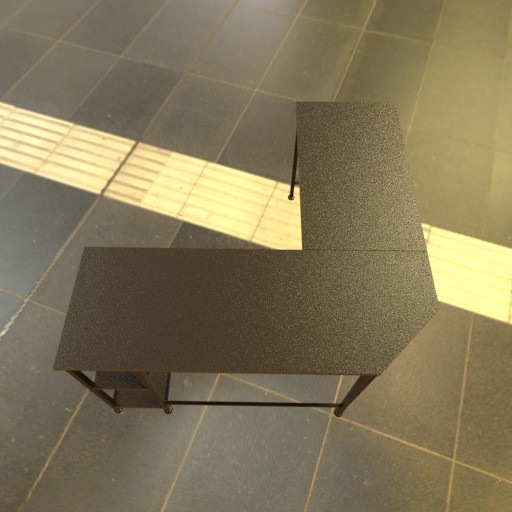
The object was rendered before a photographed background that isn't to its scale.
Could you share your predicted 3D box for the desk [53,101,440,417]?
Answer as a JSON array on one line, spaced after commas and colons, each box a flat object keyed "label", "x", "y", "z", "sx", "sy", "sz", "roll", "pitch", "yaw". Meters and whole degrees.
[{"label": "desk", "x": 0.000, "y": 0.000, "z": 2.194, "sx": 1.379, "sy": 0.739, "sz": 1.379, "roll": 1, "pitch": 59, "yaw": 0}]
